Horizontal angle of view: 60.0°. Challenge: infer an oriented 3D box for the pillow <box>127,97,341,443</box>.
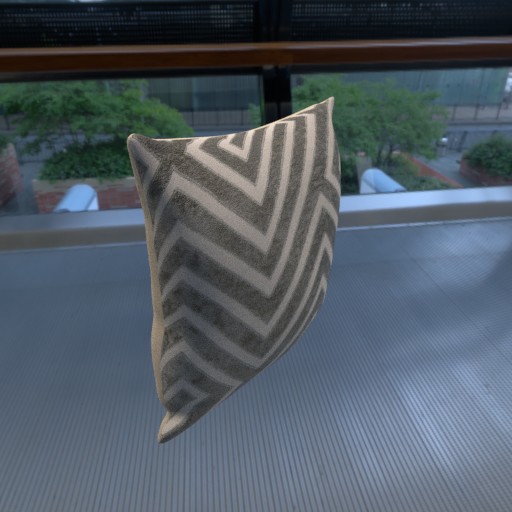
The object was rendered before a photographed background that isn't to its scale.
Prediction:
[{"bbox_3d":[0.000,0.000,0.691,0.182,0.441,0.440,19,33,33],"label":"pillow"}]
